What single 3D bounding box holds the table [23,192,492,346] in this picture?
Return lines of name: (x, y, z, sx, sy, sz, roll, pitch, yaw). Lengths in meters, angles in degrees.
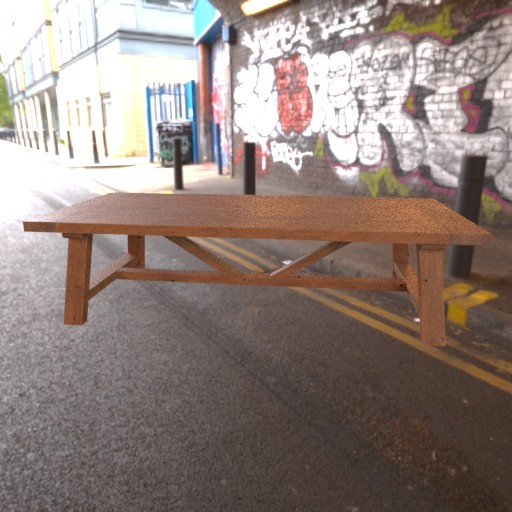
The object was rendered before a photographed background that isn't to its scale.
table: (0.000, 0.000, 2.140, 1.800, 0.465, 0.820, 2, 17, 7)
